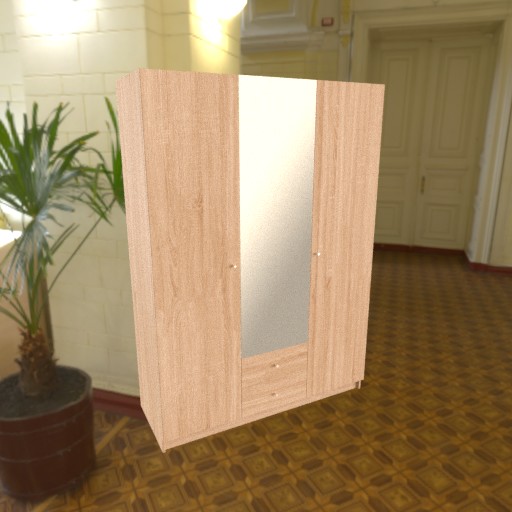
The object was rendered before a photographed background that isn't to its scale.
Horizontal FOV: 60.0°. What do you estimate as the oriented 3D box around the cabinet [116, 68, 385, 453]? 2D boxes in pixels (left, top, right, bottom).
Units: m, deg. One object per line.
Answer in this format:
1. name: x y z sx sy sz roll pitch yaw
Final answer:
1. cabinet: 0.000 0.000 2.892 1.500 2.120 0.590 -8 17 -27
